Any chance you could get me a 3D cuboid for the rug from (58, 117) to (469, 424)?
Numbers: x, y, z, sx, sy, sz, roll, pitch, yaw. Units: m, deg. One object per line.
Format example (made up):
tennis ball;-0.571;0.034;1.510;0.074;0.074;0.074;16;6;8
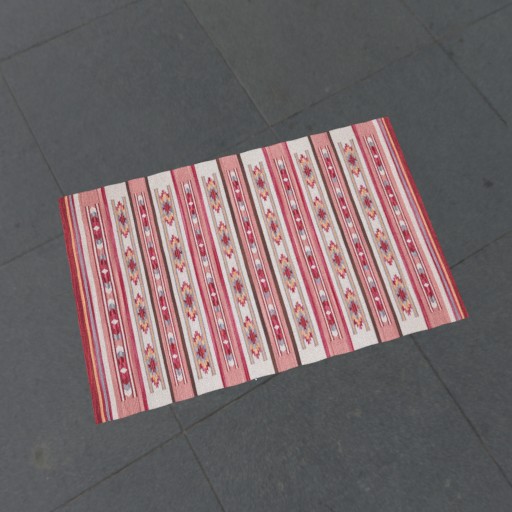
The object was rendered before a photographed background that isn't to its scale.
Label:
rug;0.000;0.000;2.968;2.431;0.010;1.535;-15;75;-4
